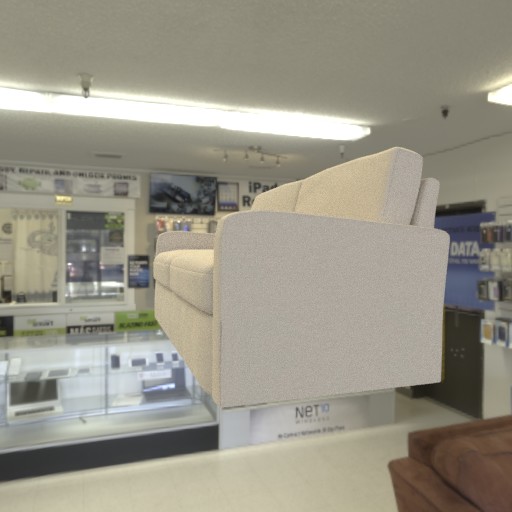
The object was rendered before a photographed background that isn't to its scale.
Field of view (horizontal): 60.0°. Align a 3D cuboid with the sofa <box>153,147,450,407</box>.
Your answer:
[{"bbox_3d":[0.000,0.000,2.235,0.894,0.831,1.808,0,1,-18],"label":"sofa"}]
